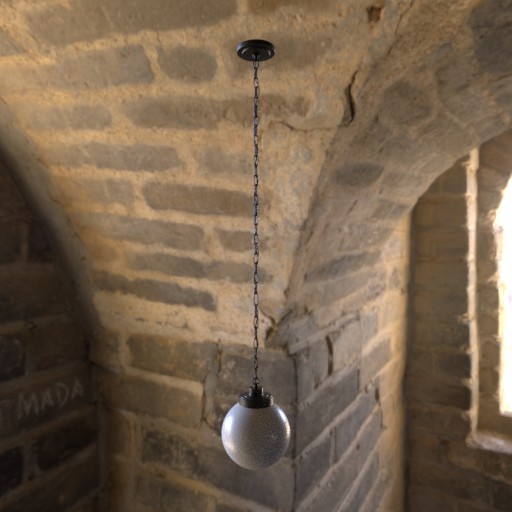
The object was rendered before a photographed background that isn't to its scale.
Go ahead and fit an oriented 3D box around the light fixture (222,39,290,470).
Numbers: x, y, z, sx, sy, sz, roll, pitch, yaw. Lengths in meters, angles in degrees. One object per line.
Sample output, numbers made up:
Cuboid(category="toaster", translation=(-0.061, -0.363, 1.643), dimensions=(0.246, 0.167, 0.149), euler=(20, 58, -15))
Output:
Cuboid(category="light fixture", translation=(0.000, 0.000, 1.981), dimensions=(0.305, 1.867, 0.304), euler=(0, -1, -18))
